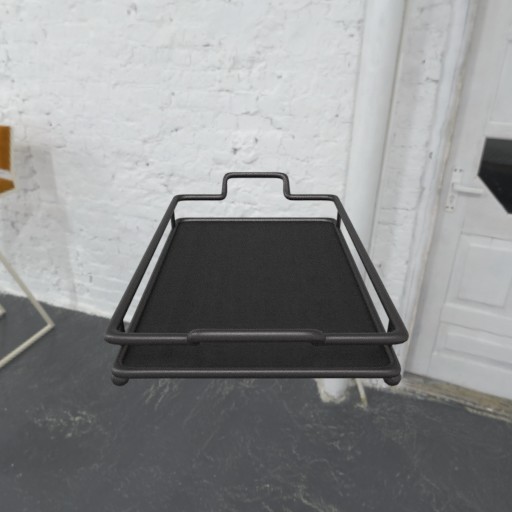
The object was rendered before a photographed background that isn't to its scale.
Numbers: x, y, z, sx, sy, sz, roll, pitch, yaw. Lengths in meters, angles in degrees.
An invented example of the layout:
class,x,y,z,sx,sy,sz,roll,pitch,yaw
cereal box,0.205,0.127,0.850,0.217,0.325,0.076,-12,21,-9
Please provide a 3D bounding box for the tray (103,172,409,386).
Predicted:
class,x,y,z,sx,sy,sz,roll,pitch,yaw
tray,0.000,0.000,0.613,0.297,0.101,0.495,0,26,0
